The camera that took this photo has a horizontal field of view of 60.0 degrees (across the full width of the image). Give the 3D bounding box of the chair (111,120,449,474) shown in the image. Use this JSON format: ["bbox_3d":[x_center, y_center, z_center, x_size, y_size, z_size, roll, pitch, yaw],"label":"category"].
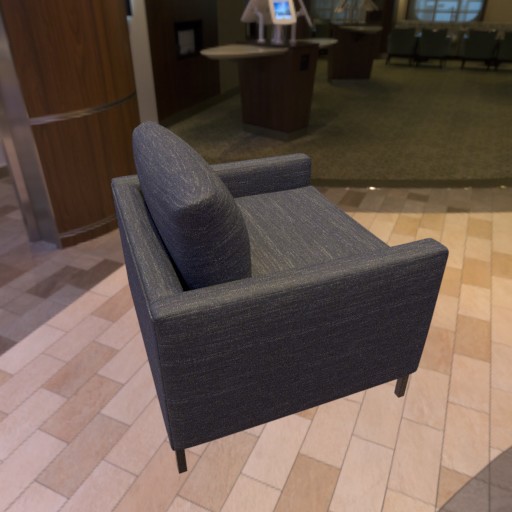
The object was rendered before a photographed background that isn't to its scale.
[{"bbox_3d":[0.000,0.000,1.596,0.866,0.861,0.963,-11,33,-18],"label":"chair"}]
